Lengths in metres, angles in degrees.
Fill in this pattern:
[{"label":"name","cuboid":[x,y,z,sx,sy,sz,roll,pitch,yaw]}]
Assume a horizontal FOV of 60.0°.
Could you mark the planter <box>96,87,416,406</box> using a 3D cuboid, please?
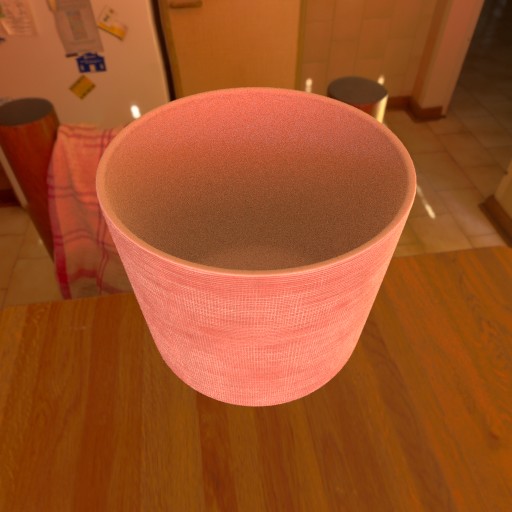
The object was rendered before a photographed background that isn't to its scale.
[{"label":"planter","cuboid":[0.000,0.000,0.769,0.440,0.398,0.440,0,46,0]}]
